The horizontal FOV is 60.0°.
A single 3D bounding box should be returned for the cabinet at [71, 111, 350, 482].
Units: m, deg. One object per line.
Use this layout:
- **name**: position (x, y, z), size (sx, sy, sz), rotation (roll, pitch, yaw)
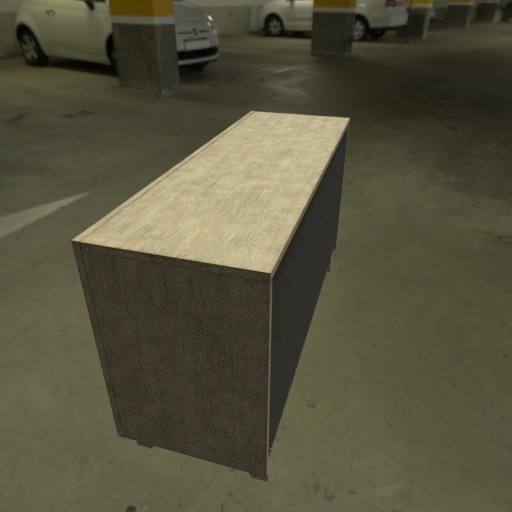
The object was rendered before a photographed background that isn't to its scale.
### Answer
- **cabinet**: position (0.000, 0.000, 1.827), size (0.511, 0.825, 1.460), rotation (9, 32, 15)
